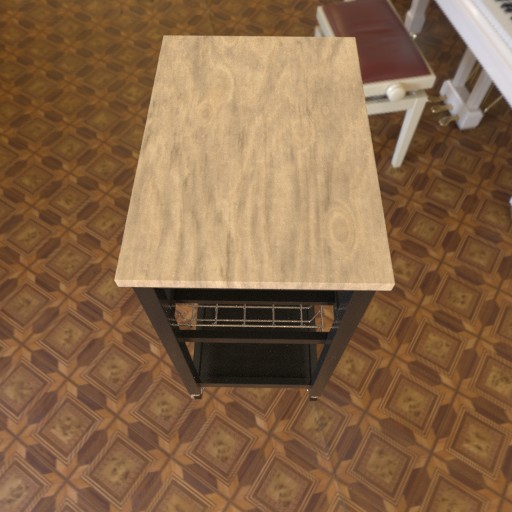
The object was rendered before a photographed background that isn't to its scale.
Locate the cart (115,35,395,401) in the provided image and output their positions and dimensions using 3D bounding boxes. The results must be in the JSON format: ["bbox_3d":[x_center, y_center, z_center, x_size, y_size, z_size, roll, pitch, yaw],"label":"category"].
[{"bbox_3d":[0.000,0.000,1.137,0.403,0.839,0.584,1,59,0],"label":"cart"}]
